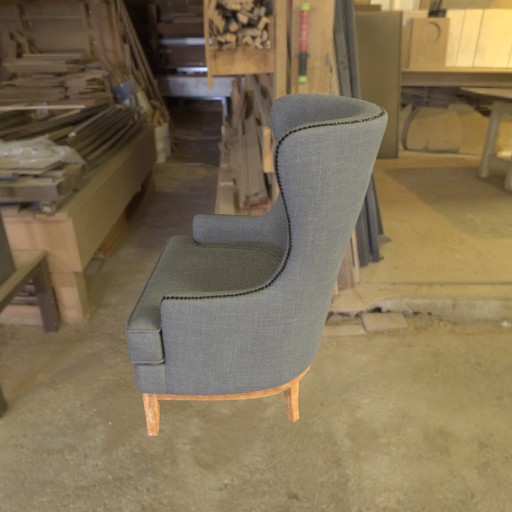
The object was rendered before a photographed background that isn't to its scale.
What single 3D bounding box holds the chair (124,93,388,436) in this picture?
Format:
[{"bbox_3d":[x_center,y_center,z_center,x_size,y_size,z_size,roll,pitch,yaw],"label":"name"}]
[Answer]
[{"bbox_3d":[0.000,0.000,1.801,0.883,1.176,0.864,0,26,1],"label":"chair"}]
